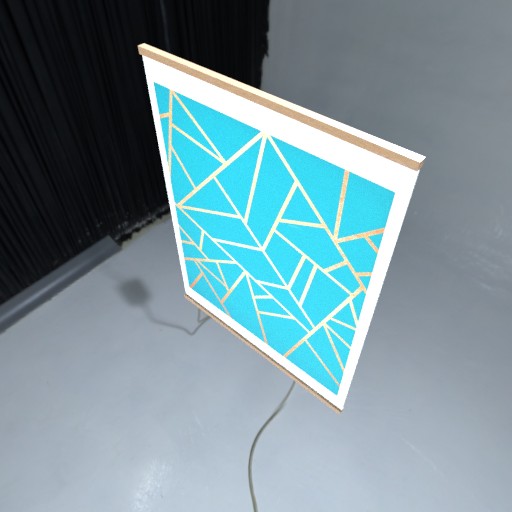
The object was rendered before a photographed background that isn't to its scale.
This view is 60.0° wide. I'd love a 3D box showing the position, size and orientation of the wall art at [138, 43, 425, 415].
[{"bbox_3d":[0.000,0.000,0.784,0.459,0.608,0.012,32,54,27],"label":"wall art"}]
